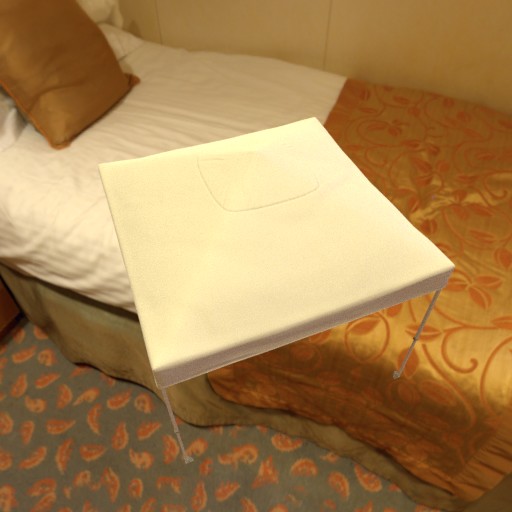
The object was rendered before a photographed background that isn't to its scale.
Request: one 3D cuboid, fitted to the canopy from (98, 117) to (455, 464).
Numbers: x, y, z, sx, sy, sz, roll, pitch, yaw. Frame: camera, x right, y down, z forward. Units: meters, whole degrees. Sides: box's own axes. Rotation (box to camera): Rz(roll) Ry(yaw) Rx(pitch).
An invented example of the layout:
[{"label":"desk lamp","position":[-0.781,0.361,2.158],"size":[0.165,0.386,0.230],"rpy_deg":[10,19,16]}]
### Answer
[{"label":"canopy","position":[0.000,0.000,5.391],"size":[2.998,2.997,2.996],"rpy_deg":[-16,49,-15]}]
